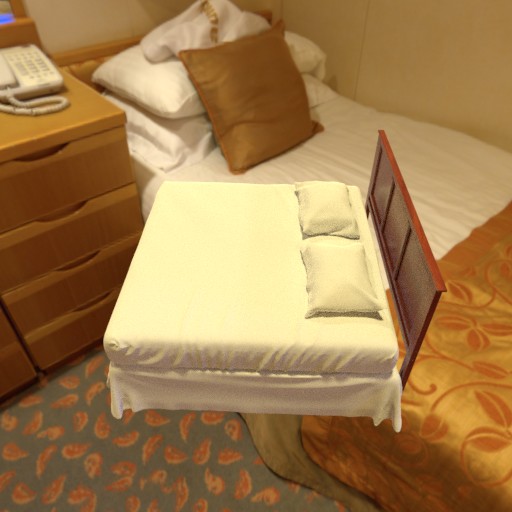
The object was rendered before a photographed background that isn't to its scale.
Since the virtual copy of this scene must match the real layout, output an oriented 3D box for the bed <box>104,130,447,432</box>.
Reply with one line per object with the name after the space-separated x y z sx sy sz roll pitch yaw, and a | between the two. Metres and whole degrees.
0.000 0.000 3.627 2.219 1.271 2.314 2 41 2 | bed
